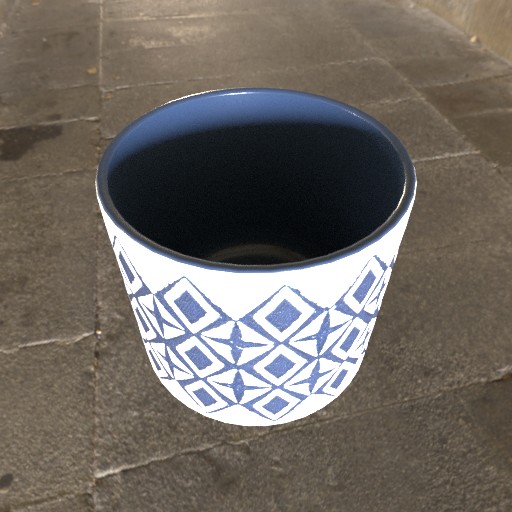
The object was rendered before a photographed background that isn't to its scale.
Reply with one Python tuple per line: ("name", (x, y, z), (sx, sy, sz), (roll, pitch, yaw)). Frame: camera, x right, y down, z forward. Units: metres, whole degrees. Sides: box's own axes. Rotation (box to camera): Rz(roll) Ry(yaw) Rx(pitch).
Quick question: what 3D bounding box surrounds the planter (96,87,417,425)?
("planter", (0.000, 0.000, 0.275), (0.159, 0.144, 0.159), (0, 46, 0))
